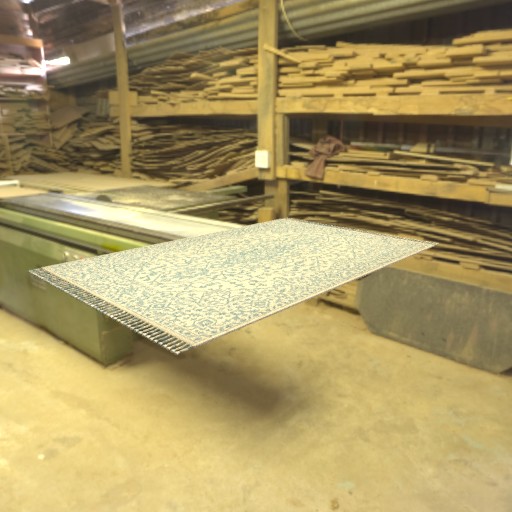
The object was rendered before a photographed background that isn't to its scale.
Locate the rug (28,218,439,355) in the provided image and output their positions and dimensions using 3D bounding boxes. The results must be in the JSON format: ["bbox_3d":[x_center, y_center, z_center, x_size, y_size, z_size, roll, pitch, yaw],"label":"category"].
[{"bbox_3d":[0.000,0.000,3.035,1.524,0.010,2.438,14,21,42],"label":"rug"}]
